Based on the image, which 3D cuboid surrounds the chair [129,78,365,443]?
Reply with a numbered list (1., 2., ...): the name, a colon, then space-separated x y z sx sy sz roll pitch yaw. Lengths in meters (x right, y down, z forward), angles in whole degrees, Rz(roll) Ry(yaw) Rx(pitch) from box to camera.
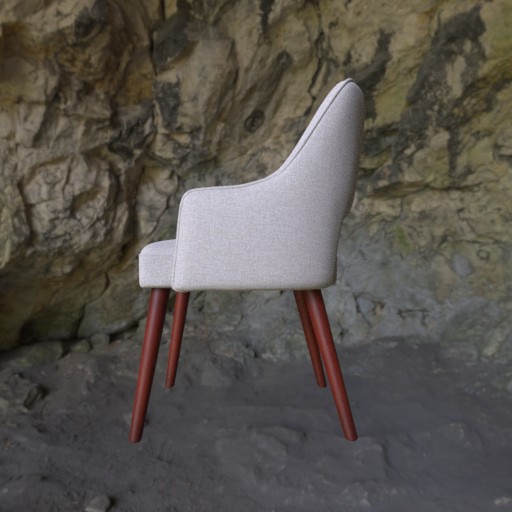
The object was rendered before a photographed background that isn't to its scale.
1. chair: 0.000 0.000 1.222 0.580 0.840 0.560 0 0 -1
